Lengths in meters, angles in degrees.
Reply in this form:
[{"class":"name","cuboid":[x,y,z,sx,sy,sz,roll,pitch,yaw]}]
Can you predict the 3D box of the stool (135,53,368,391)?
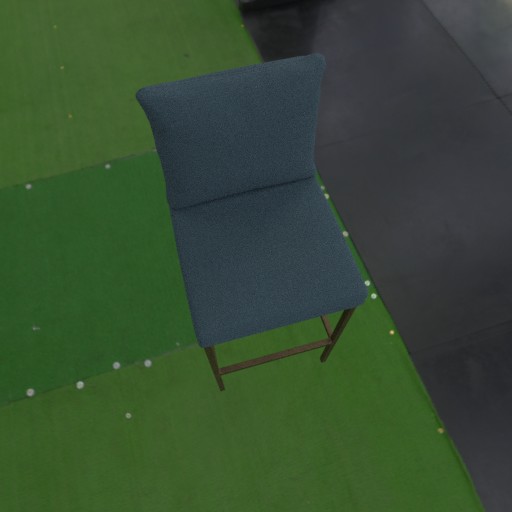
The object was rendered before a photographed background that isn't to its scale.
[{"class":"stool","cuboid":[0.000,0.000,1.411,0.463,1.124,0.568,-14,64,-7]}]
